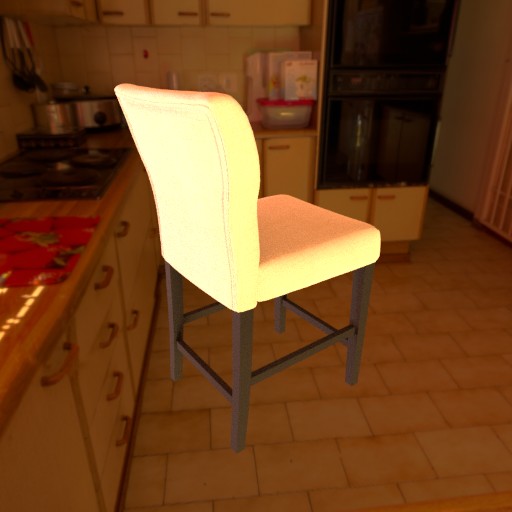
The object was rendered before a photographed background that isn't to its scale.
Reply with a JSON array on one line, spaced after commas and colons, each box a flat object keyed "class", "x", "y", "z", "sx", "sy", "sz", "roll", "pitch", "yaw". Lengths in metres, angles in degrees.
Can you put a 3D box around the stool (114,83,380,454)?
[{"class": "stool", "x": 0.000, "y": 0.000, "z": 1.329, "sx": 0.603, "sy": 0.972, "sz": 0.514, "roll": -17, "pitch": 30, "yaw": -33}]
